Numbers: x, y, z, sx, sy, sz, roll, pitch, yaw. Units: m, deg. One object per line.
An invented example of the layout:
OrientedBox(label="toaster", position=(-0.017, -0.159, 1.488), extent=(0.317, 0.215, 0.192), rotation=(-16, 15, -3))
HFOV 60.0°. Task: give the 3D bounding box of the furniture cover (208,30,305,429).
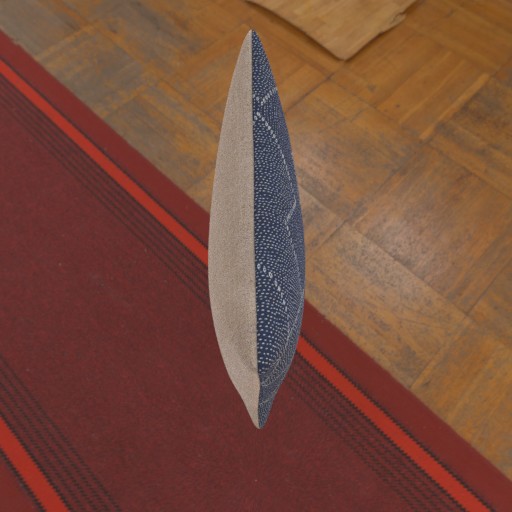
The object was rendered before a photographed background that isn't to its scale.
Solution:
OrientedBox(label="furniture cover", position=(0.000, 0.000, 0.764), extent=(0.162, 0.503, 0.511), rotation=(-1, 63, 0))
